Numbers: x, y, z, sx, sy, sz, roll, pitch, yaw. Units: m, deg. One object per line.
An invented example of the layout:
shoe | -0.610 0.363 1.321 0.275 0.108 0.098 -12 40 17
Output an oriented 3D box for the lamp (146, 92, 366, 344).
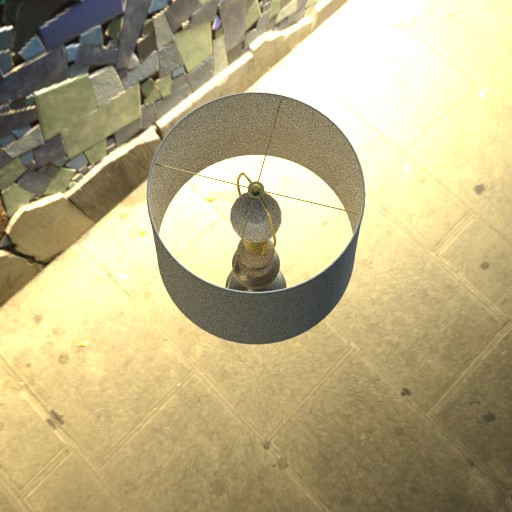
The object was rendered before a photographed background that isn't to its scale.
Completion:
lamp | 0.000 0.000 0.808 0.328 0.612 0.328 0 75 0
